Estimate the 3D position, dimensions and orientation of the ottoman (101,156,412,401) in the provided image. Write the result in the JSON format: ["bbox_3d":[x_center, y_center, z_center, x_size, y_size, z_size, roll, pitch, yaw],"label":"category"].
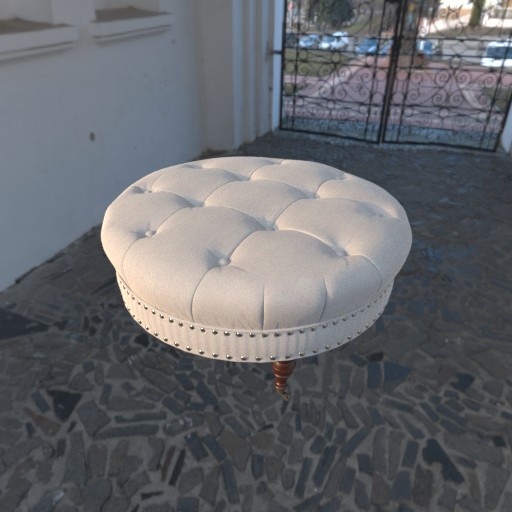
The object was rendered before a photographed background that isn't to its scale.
[{"bbox_3d":[0.000,0.000,1.411,0.901,0.439,0.901,0,31,0],"label":"ottoman"}]
